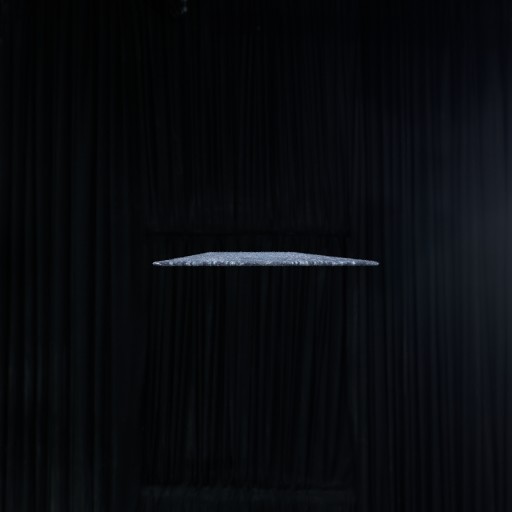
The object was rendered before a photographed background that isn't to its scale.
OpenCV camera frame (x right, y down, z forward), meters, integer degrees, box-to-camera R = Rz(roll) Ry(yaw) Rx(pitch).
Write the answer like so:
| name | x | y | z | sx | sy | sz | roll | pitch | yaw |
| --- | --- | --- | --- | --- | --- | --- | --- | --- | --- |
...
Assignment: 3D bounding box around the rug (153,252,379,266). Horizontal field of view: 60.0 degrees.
| name | x | y | z | sx | sy | sz | roll | pitch | yaw |
| --- | --- | --- | --- | --- | --- | --- | --- | --- | --- |
| rug | 0.000 | 0.000 | 2.516 | 0.719 | 0.013 | 2.306 | 0 | 1 | -2 |
